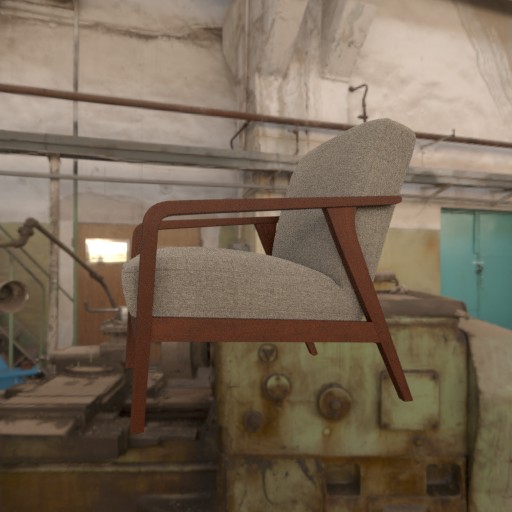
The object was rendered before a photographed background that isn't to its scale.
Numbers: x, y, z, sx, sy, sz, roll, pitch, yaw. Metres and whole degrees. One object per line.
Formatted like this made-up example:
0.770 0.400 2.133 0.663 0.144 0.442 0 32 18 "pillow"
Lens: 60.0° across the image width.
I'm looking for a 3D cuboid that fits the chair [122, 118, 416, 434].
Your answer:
0.000 0.000 1.484 0.858 0.847 0.704 0 0 -17 "chair"
